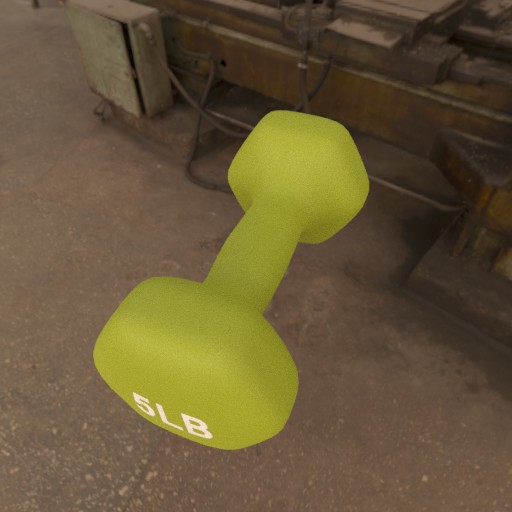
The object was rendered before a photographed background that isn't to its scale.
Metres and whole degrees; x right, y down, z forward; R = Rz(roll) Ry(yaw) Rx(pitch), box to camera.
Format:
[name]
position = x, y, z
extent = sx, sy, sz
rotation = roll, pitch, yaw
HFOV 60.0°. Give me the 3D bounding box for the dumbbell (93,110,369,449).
[dumbbell]
position = 0.000, 0.000, 0.207
extent = 0.080, 0.072, 0.164
rotation = 16, 48, 15
